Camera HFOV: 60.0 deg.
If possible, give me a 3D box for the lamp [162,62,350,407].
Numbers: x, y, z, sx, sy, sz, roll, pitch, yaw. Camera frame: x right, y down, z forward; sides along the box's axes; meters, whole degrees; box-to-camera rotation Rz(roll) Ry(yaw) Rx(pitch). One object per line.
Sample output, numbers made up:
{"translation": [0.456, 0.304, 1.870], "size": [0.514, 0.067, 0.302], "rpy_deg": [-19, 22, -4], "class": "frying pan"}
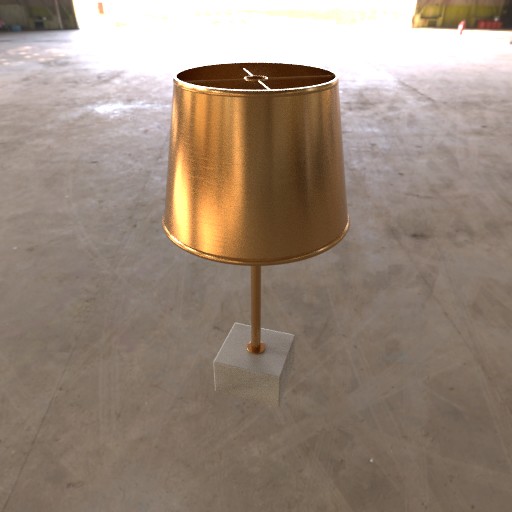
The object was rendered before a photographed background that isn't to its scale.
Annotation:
{"translation": [0.000, 0.000, 0.528], "size": [0.208, 0.406, 0.208], "rpy_deg": [0, 31, 0], "class": "lamp"}
